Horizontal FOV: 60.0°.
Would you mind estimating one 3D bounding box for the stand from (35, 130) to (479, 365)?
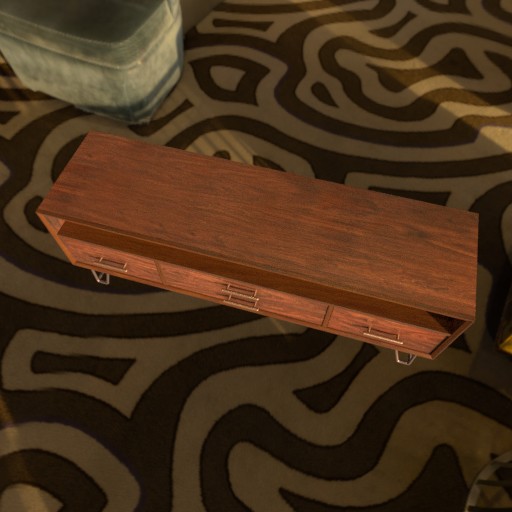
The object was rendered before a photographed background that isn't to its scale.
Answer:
[{"bbox_3d":[0.000,0.000,1.946,1.626,0.610,0.481,14,60,8],"label":"stand"}]
